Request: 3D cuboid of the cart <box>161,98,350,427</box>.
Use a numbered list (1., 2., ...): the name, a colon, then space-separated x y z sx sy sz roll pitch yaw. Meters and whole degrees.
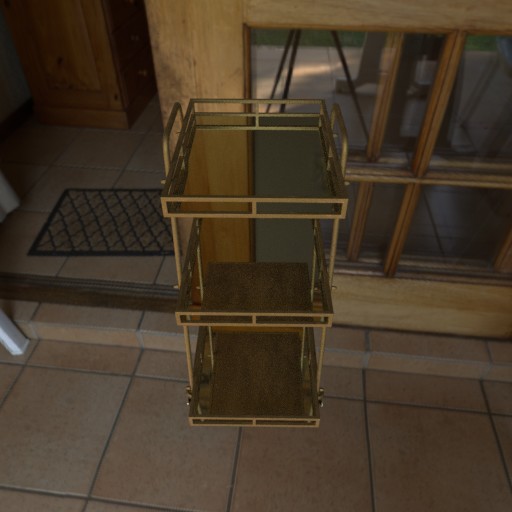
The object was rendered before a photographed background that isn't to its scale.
1. cart: 0.000 0.000 1.333 0.441 0.883 0.711 1 42 1
